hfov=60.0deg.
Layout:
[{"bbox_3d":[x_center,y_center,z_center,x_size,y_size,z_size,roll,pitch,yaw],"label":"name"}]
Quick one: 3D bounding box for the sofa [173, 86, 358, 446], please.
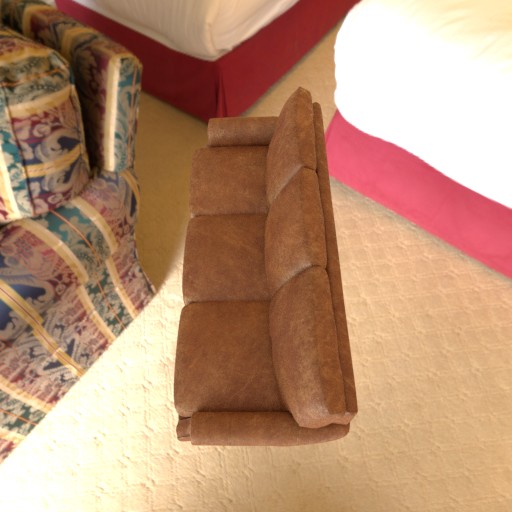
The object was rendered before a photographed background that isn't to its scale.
[{"bbox_3d":[0.000,0.000,2.927,0.973,0.977,2.351,-1,60,0],"label":"sofa"}]
